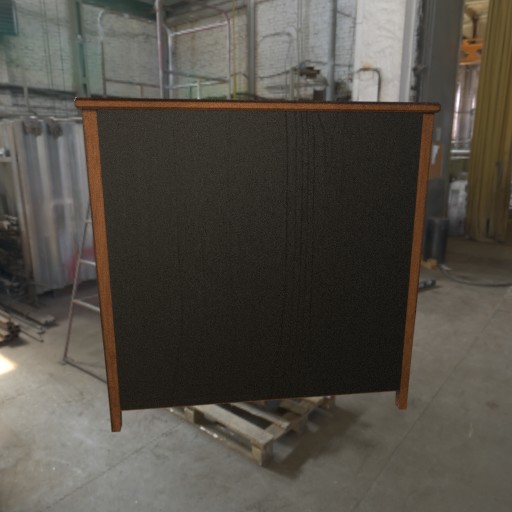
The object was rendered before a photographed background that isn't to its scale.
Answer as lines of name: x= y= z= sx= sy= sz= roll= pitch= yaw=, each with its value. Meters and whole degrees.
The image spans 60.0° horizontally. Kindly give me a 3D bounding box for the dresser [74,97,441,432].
dresser: x=0.000 y=0.000 z=1.922 sx=1.250 sy=1.224 sz=0.591 roll=-2 pitch=14 yaw=-7
